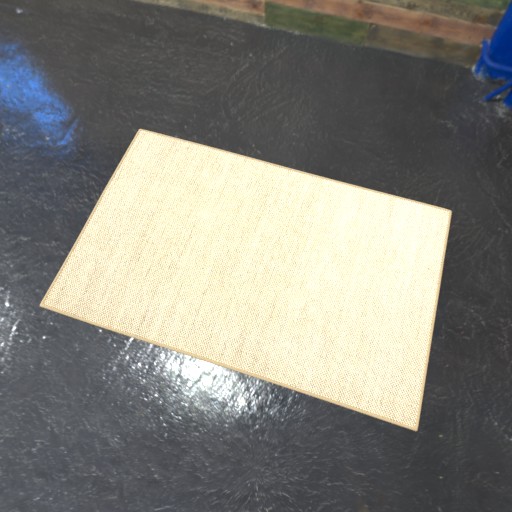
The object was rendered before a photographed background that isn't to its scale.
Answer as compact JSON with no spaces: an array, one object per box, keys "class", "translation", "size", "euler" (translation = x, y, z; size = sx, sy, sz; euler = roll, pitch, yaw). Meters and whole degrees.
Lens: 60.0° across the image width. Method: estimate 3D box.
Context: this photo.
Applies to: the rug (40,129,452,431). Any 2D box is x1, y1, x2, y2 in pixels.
[{"class":"rug","translation":[0.000,0.000,2.055],"size":[1.667,0.013,1.062],"euler":[16,65,8]}]
